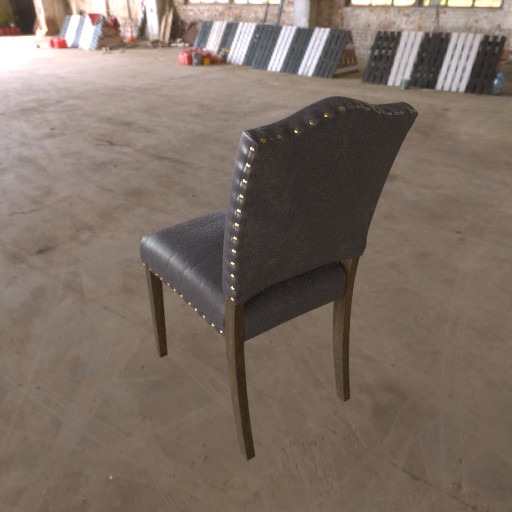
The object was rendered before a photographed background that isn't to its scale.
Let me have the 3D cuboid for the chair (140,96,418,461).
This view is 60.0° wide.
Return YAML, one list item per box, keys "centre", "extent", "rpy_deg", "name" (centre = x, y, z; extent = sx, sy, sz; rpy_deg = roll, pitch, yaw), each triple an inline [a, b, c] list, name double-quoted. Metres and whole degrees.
- centre: [0.000, 0.000, 1.310]
  extent: [0.500, 0.991, 0.633]
  rpy_deg: [-19, 36, -29]
  name: "chair"
